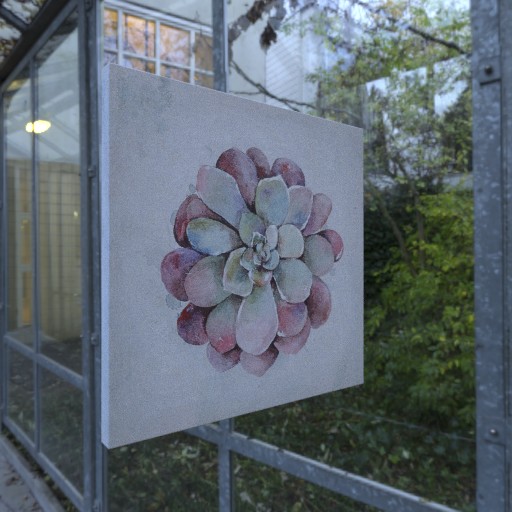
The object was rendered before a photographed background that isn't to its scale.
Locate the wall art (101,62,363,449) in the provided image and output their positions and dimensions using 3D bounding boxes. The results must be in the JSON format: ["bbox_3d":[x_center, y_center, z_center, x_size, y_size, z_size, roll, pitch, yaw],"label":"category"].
[{"bbox_3d":[0.000,0.000,0.889,0.605,0.605,0.044,0,0,-37],"label":"wall art"}]
